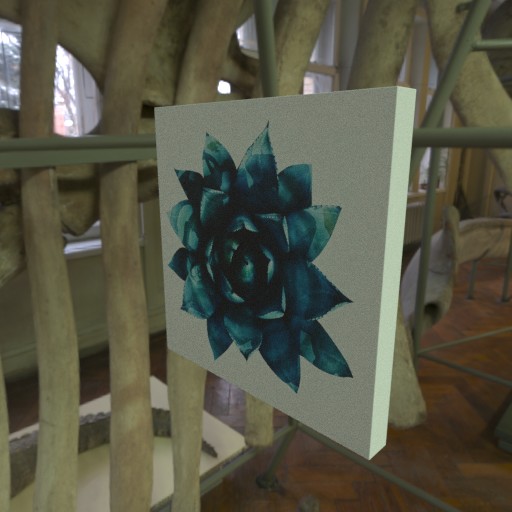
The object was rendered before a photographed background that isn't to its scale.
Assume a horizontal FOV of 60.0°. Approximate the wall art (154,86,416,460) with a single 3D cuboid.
[{"bbox_3d":[0.000,0.000,0.612,0.406,0.406,0.038,14,20,43],"label":"wall art"}]
